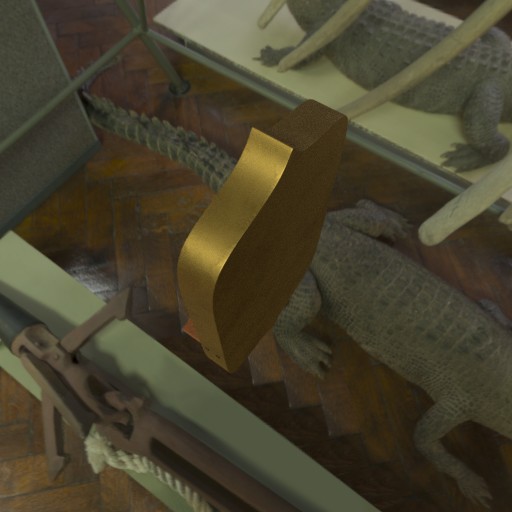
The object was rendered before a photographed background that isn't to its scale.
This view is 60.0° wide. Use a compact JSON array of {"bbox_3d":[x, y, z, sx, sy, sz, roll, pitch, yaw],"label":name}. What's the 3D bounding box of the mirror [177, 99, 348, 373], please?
[{"bbox_3d":[0.000,0.000,0.751,0.096,0.613,0.323,32,68,15],"label":"mirror"}]
